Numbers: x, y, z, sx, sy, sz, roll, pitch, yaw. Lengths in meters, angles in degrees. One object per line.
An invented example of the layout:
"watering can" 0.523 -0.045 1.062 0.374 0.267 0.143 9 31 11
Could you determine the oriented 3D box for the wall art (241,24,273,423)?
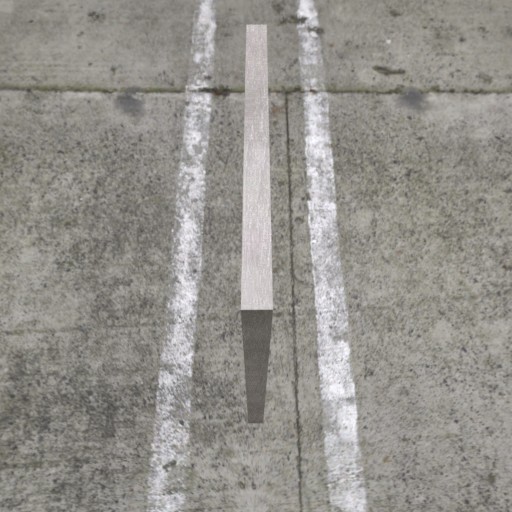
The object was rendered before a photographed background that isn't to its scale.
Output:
"wall art" 0.000 0.000 0.718 0.032 0.521 0.421 0 59 0
